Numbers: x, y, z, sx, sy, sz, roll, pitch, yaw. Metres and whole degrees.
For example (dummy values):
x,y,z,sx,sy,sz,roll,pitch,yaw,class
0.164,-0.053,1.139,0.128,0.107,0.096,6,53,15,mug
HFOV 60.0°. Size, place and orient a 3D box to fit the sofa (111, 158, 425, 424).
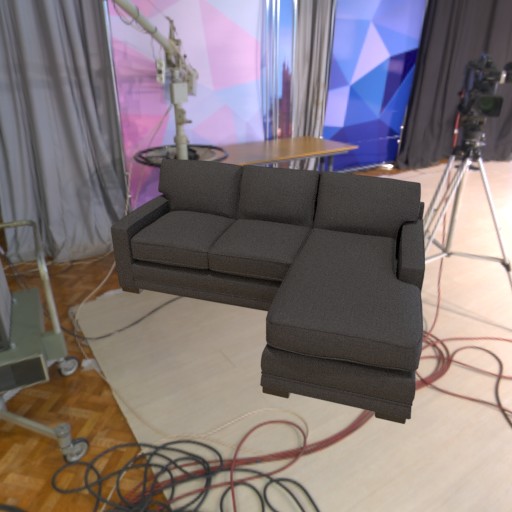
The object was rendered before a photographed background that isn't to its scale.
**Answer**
x,y,z,sx,sy,sz,roll,pitch,yaw,class
0.000,0.000,3.311,2.370,0.973,1.790,8,28,16,sofa
